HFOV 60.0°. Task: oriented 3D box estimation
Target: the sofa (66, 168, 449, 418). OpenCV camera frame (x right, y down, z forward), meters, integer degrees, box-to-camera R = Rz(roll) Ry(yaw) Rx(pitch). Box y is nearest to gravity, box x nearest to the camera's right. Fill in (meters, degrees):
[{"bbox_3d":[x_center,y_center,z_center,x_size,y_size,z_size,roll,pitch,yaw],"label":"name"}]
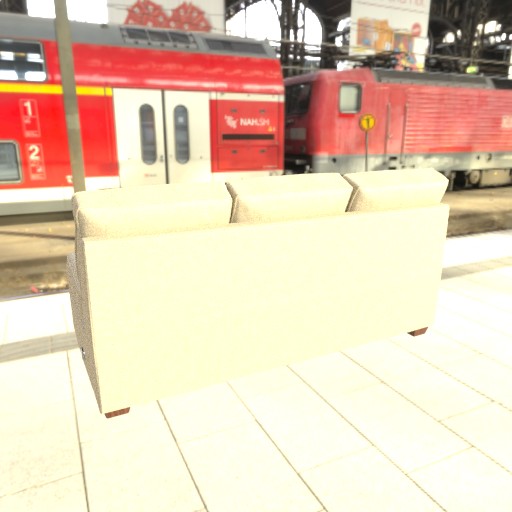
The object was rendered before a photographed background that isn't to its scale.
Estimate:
[{"bbox_3d":[0.000,0.000,2.532,1.962,0.973,1.027,-8,17,-26],"label":"sofa"}]
